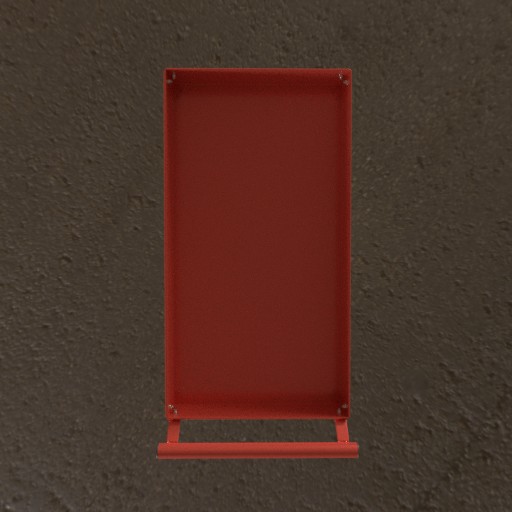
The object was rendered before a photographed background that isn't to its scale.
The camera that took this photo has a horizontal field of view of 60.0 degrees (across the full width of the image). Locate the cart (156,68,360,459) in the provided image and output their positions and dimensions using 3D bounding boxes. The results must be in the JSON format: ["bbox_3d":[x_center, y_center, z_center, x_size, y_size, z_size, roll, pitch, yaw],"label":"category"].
[{"bbox_3d":[0.000,0.000,1.177,0.366,0.780,0.719,0,91,-1],"label":"cart"}]
